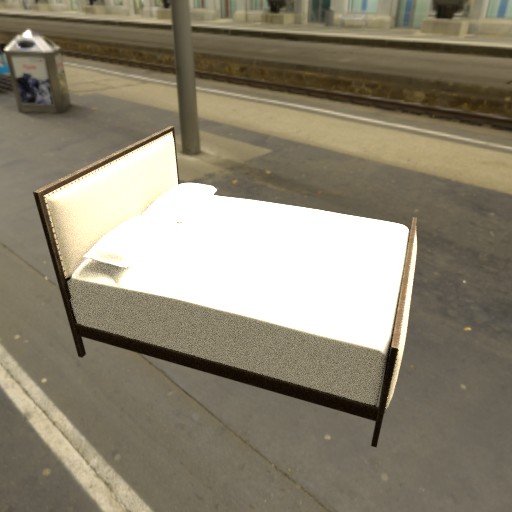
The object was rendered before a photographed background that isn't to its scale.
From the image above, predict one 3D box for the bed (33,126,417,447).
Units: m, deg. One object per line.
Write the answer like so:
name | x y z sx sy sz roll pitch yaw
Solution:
bed | 0.000 0.000 3.269 2.221 1.313 1.607 11 32 18
